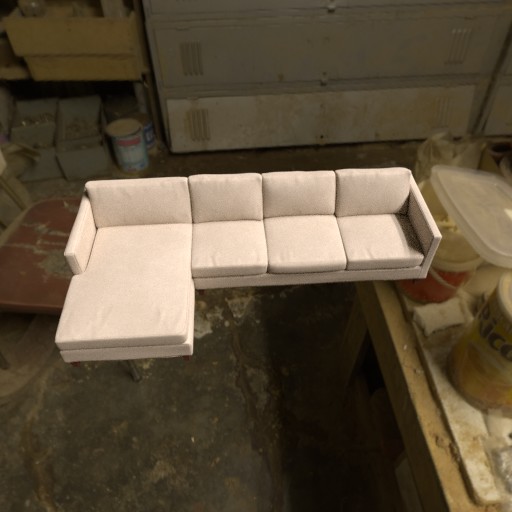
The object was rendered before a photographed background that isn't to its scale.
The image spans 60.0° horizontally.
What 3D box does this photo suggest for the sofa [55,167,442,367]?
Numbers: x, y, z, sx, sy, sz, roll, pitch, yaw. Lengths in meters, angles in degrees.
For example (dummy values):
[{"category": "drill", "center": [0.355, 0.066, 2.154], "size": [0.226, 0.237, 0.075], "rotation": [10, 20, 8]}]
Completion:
[{"category": "sofa", "center": [0.000, 0.000, 3.950], "size": [3.186, 0.846, 1.625], "rotation": [-3, 47, -2]}]
